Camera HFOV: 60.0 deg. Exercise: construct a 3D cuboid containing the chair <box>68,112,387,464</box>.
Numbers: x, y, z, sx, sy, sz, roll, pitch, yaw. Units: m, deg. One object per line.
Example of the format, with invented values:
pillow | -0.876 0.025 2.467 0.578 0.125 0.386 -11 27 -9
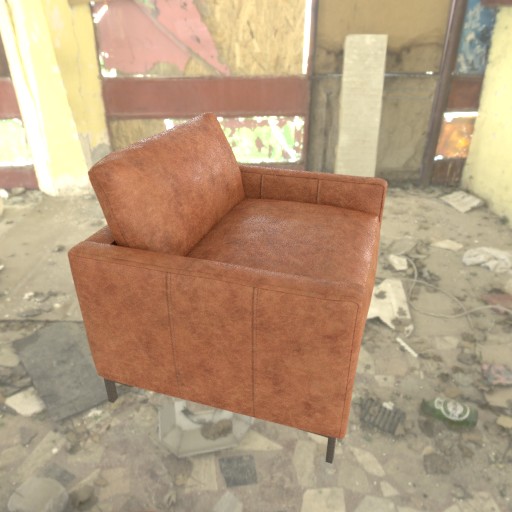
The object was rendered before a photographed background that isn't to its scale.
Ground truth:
chair | 0.000 0.000 1.635 0.862 0.869 0.967 9 30 16
